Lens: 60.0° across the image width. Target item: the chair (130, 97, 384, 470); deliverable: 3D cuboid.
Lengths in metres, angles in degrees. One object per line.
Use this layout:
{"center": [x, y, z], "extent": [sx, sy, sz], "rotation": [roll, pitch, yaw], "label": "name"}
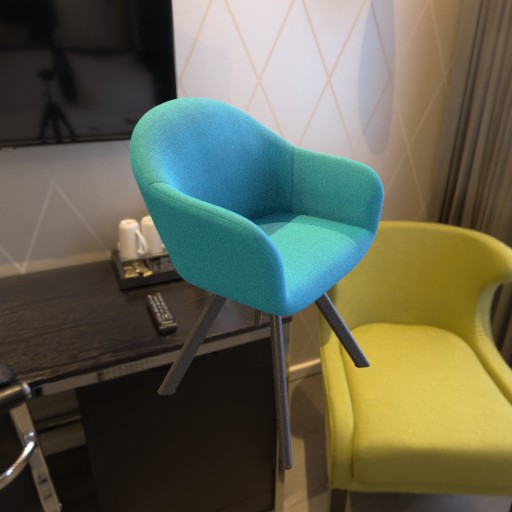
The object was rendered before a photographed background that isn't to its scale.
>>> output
{"center": [0.000, 0.000, 1.214], "extent": [0.550, 0.795, 0.590], "rotation": [17, 30, 32], "label": "chair"}
